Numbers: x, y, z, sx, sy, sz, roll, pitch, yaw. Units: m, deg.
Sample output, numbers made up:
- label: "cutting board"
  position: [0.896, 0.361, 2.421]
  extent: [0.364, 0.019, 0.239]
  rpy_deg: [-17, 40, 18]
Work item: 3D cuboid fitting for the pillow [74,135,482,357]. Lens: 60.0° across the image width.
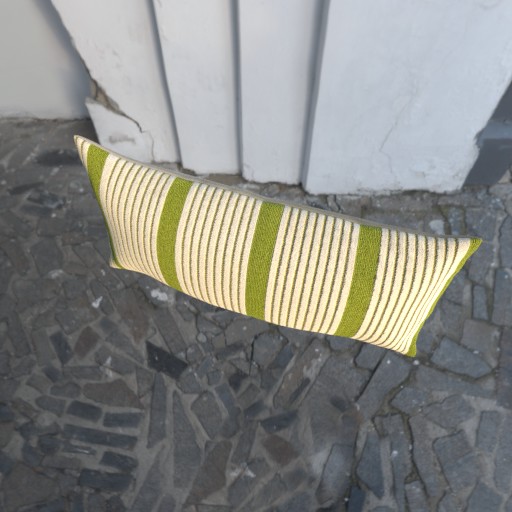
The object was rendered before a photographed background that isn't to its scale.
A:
- label: "pillow"
  position: [0.000, 0.000, 0.731]
  extent: [0.608, 0.292, 0.156]
  rpy_deg: [16, 58, 10]
